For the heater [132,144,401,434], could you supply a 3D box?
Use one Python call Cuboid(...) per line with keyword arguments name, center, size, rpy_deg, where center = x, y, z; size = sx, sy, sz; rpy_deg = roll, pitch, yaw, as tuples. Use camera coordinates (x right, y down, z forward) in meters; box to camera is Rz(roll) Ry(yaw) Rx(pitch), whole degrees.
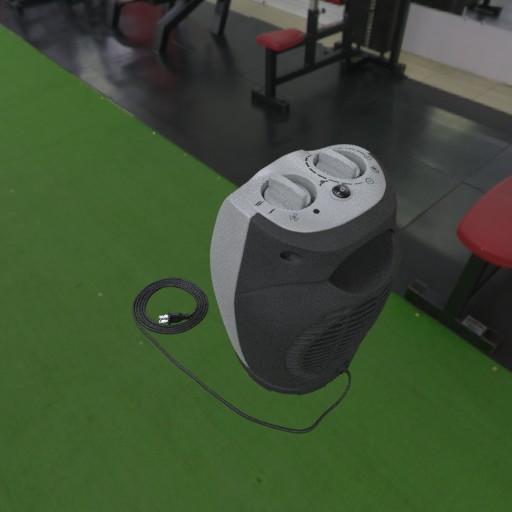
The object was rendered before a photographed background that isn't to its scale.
Cuboid(name="heater", center=(0.000, 0.000, 0.484), size=(0.239, 0.255, 0.291), rpy_deg=(-31, 53, -27))
